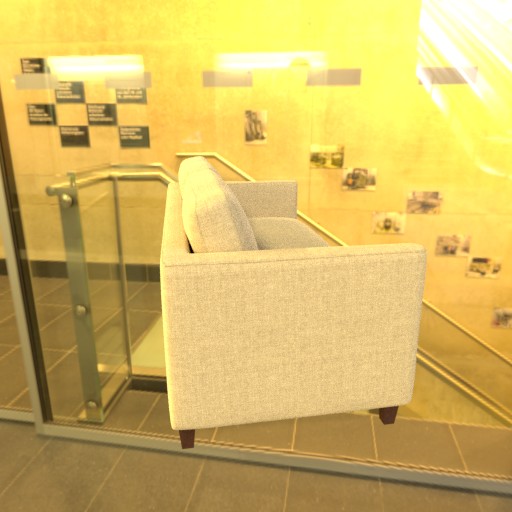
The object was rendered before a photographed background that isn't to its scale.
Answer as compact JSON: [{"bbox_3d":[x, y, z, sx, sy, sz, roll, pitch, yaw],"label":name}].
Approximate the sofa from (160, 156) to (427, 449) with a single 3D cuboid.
[{"bbox_3d":[0.000,0.000,2.407,0.950,0.963,1.884,-3,17,-9],"label":"sofa"}]
